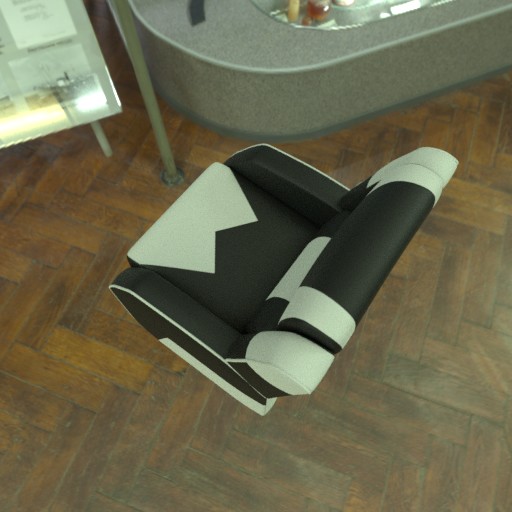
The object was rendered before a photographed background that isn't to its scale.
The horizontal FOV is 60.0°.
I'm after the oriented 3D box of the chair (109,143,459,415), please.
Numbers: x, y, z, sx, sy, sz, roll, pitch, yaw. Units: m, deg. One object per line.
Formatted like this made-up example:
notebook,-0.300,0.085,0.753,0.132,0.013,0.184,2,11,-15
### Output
chair,0.000,0.000,1.262,0.672,0.805,0.620,33,68,15
